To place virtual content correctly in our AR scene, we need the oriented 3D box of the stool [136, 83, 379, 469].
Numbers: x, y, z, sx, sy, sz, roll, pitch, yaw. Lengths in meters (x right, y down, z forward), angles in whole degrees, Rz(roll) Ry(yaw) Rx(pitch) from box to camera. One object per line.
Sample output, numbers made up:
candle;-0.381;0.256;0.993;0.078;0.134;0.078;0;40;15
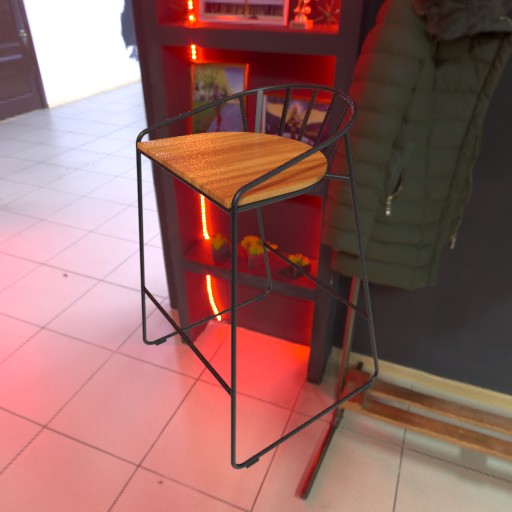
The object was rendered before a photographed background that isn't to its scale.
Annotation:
stool;0.000;0.000;1.184;0.521;0.812;0.546;-21;38;-29
